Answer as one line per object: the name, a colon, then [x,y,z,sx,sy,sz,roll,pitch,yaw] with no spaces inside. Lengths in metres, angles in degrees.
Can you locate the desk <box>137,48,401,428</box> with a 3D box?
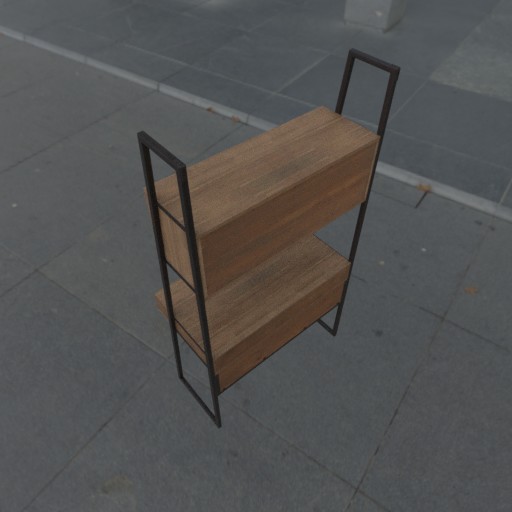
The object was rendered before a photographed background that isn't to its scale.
desk: [0.000,0.000,2.228,0.982,1.809,0.515,-31,54,-26]
